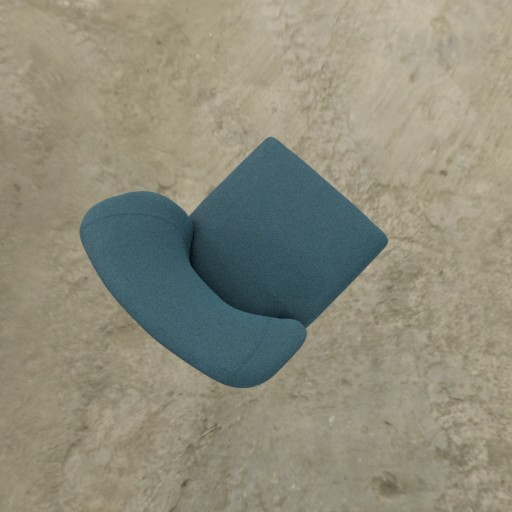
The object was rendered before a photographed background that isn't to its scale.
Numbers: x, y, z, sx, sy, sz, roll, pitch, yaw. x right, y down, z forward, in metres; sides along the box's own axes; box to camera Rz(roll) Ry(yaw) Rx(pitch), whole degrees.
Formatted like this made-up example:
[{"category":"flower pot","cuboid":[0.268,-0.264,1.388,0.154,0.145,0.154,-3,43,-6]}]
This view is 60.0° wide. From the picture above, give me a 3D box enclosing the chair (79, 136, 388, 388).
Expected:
[{"category":"chair","cuboid":[0.000,0.000,1.236,0.507,0.879,0.620,44,79,11]}]
